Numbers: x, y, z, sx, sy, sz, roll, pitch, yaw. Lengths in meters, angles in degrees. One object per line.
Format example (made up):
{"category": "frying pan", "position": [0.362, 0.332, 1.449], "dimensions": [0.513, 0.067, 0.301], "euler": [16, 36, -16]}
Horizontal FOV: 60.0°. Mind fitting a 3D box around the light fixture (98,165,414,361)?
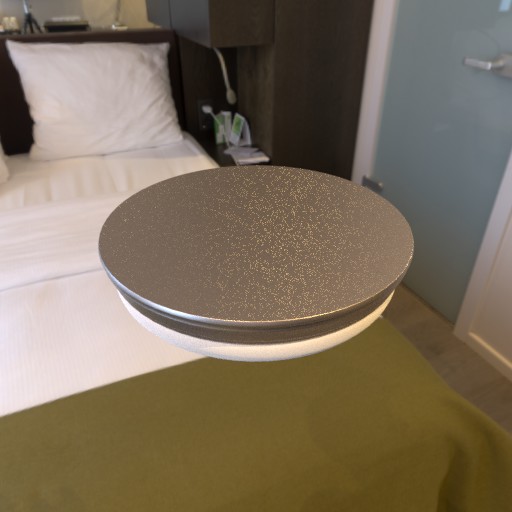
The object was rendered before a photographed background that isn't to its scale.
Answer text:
{"category": "light fixture", "position": [0.000, 0.000, 0.564], "dimensions": [0.368, 0.100, 0.368], "euler": [0, 33, 0]}
